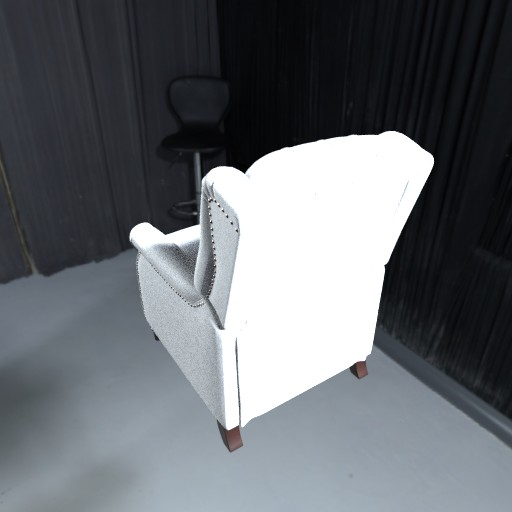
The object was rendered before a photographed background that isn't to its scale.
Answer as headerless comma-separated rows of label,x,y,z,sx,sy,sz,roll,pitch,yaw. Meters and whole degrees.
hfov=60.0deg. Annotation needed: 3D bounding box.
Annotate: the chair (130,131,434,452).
chair,0.000,0.000,1.670,0.742,1.035,0.902,-19,35,-28
